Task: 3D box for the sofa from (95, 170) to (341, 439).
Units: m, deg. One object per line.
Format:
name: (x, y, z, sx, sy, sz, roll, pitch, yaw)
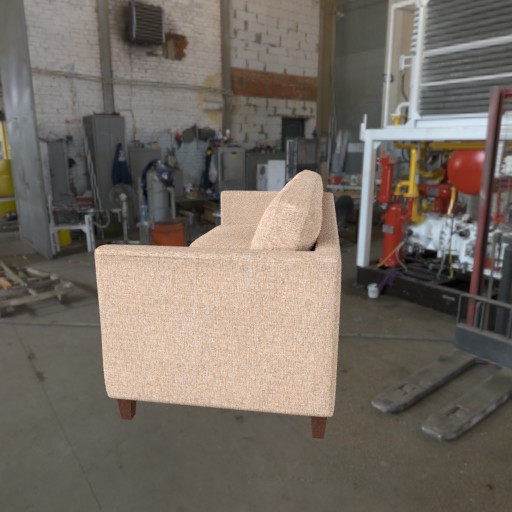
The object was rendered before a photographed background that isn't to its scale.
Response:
sofa: (0.000, 0.000, 2.704, 0.951, 0.965, 2.208, 2, 14, 9)
